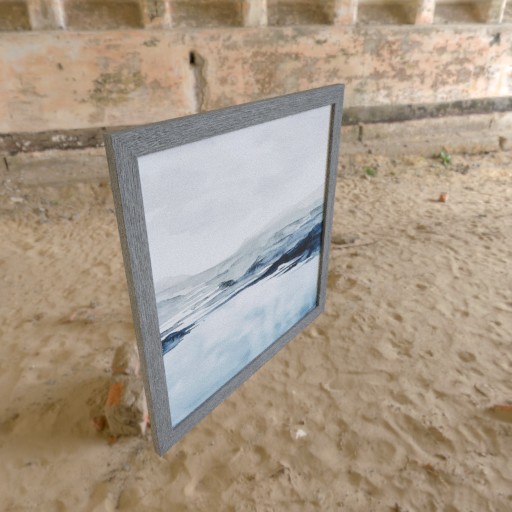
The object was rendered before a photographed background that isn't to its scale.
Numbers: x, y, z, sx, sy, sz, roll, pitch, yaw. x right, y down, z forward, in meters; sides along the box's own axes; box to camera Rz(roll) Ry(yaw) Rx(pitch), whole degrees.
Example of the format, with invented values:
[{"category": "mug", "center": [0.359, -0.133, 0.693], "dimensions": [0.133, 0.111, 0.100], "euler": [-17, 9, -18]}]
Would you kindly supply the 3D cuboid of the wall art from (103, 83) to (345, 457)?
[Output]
[{"category": "wall art", "center": [0.000, 0.000, 1.030], "dimensions": [0.020, 0.685, 0.685], "euler": [21, 35, 33]}]
